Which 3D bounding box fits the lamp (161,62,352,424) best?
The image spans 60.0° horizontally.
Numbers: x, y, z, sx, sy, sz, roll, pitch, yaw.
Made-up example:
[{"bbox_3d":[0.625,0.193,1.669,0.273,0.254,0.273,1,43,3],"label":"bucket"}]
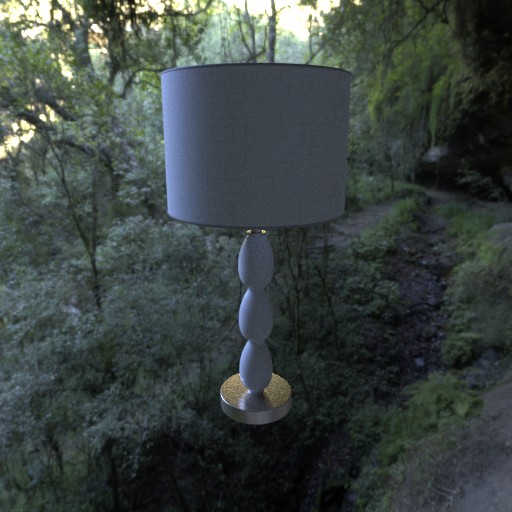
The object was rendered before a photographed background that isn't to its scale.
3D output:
[{"bbox_3d":[0.000,0.000,0.738,0.280,0.559,0.282,-8,18,-26],"label":"lamp"}]
